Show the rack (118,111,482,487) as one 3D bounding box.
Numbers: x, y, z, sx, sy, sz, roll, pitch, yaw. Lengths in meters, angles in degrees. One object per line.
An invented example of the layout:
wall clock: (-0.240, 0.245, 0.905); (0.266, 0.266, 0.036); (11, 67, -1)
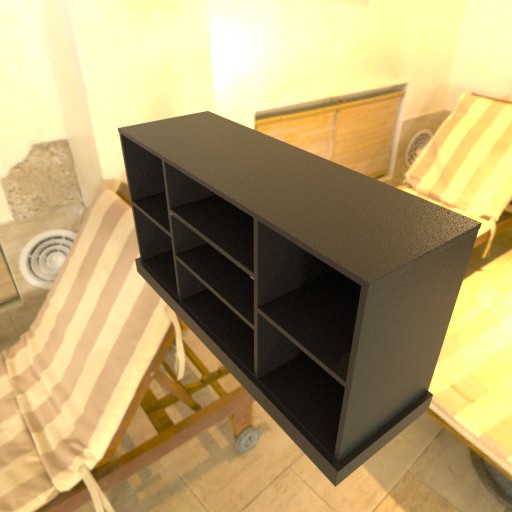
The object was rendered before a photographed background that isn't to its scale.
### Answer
rack: (0.000, 0.000, 1.471); (0.399, 0.635, 1.206); (-22, 39, -30)
